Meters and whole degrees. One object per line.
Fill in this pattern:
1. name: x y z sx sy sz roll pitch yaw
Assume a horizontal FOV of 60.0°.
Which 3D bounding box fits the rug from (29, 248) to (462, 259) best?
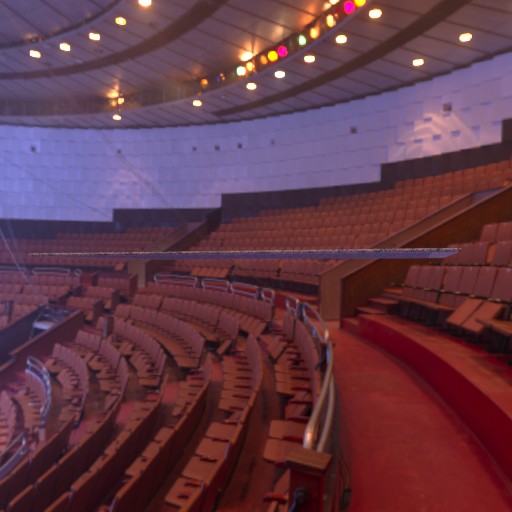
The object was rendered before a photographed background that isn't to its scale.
1. rug: 0.000 0.000 3.029 2.439 0.015 1.524 0 -1 20
